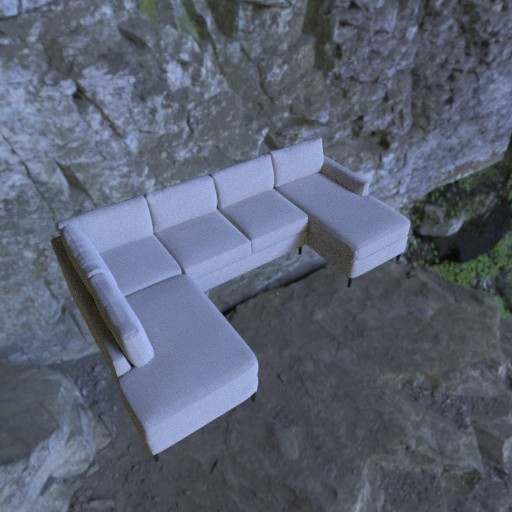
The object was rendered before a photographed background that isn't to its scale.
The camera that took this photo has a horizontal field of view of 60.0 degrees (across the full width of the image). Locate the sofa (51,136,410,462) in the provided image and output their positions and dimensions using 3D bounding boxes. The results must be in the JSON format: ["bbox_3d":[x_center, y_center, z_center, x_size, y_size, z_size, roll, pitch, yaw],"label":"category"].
[{"bbox_3d":[0.000,0.000,3.890,2.984,0.862,1.989,-24,47,-25],"label":"sofa"}]
